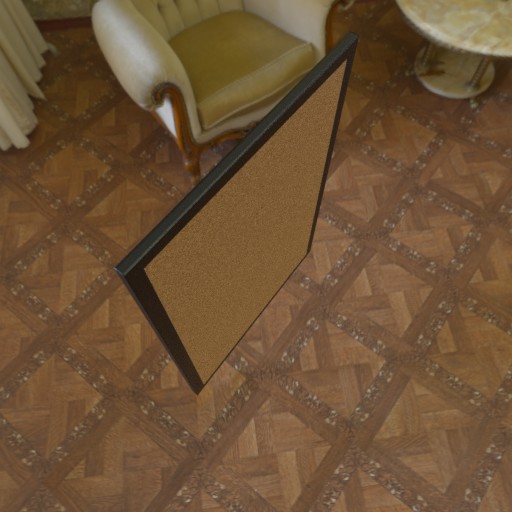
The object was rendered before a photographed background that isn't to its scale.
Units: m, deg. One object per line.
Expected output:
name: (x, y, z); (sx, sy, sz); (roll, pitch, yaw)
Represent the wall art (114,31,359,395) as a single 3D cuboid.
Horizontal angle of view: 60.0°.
wall art: (0.000, 0.000, 0.844); (0.016, 0.657, 0.480); (33, 67, 16)
